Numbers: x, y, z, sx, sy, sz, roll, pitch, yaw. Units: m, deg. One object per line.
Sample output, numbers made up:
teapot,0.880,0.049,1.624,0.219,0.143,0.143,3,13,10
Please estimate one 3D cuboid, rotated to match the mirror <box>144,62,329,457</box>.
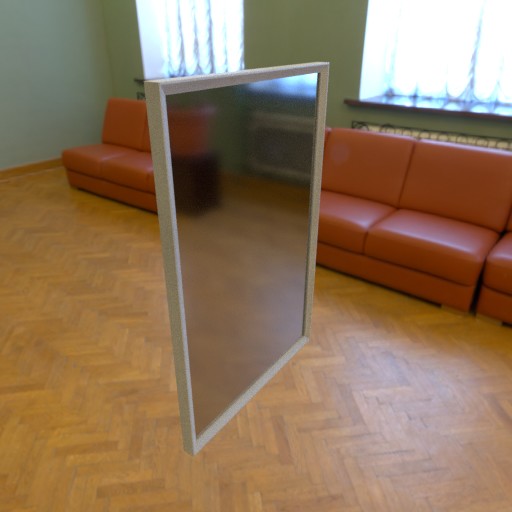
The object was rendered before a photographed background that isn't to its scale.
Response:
mirror,0.000,0.000,1.177,0.041,0.915,0.609,18,32,32
